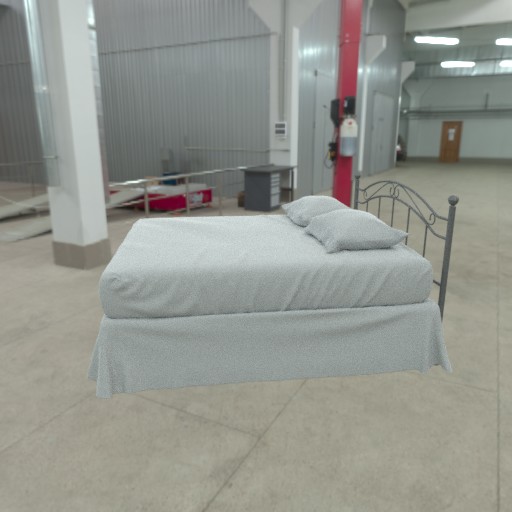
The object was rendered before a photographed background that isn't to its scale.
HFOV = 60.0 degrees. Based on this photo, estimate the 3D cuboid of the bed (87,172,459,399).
[{"bbox_3d":[0.000,0.000,3.323,2.215,1.080,1.936,-2,16,-7],"label":"bed"}]
